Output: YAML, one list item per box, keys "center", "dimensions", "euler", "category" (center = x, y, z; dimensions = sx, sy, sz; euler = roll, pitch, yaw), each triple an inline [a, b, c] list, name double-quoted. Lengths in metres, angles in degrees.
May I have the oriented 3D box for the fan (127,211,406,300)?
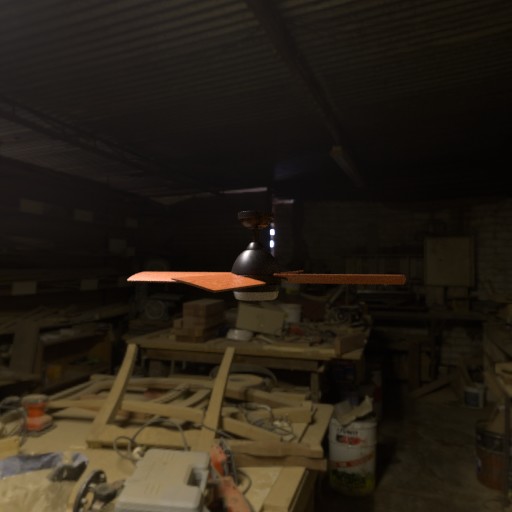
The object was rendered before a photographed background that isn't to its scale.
- center: [0.000, 0.000, 2.079]
  dimensions: [1.332, 0.403, 1.332]
  euler: [0, -1, 19]
  category: "fan"
